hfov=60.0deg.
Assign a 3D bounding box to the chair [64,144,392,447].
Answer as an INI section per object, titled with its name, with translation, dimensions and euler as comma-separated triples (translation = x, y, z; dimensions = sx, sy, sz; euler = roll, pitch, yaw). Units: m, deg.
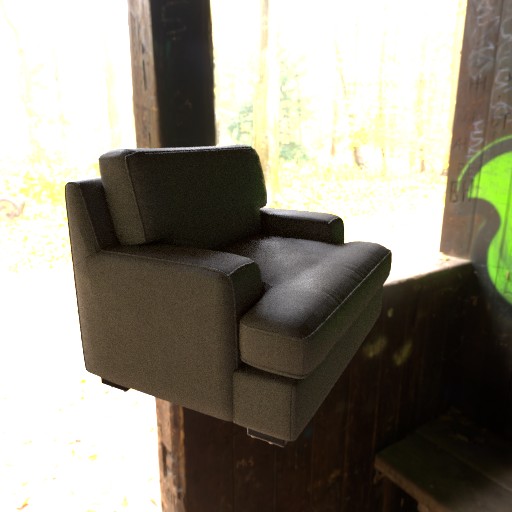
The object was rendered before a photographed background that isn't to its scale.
[chair]
translation = 0.000, 0.000, 2.034
dimensions = 1.043, 0.974, 1.270
euler = 8, 17, 27
